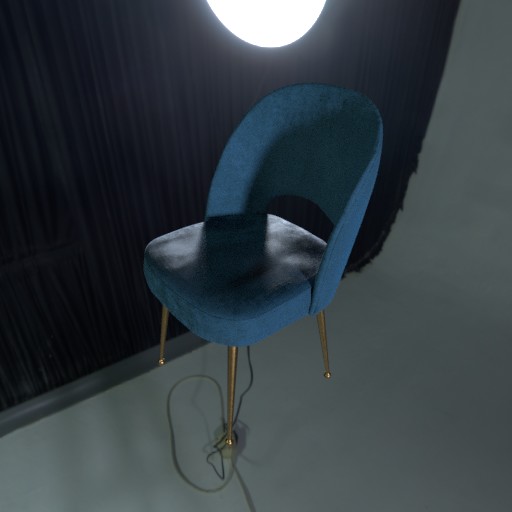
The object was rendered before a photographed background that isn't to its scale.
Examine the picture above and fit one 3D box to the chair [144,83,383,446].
[{"bbox_3d":[0.000,0.000,1.272,0.577,0.860,0.527,-23,39,-32],"label":"chair"}]
